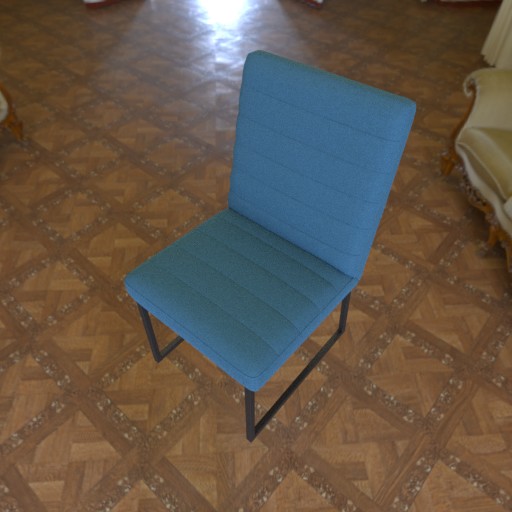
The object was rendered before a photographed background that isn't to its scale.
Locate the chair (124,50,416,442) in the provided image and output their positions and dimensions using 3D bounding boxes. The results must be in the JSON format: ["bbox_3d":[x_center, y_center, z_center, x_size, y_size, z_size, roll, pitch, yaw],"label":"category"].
[{"bbox_3d":[0.000,0.000,1.335,0.520,0.930,0.634,31,54,27],"label":"chair"}]
